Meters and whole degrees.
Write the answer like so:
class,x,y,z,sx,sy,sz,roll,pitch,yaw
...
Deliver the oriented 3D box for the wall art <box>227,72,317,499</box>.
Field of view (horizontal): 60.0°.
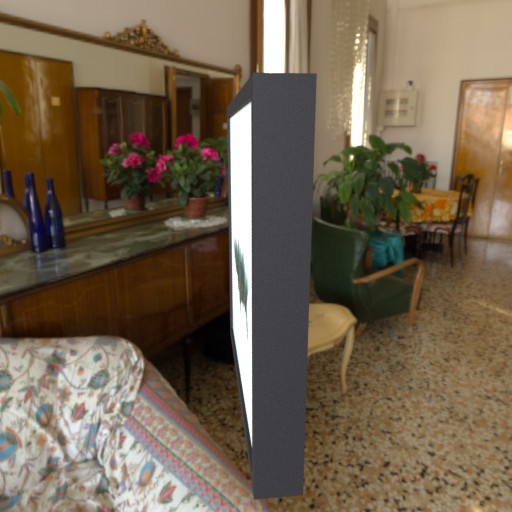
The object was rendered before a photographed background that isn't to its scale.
class,x,y,z,sx,sy,sz,roll,pitch,yaw
wall art,0.000,0.000,0.448,0.038,0.304,0.304,-2,15,-6
